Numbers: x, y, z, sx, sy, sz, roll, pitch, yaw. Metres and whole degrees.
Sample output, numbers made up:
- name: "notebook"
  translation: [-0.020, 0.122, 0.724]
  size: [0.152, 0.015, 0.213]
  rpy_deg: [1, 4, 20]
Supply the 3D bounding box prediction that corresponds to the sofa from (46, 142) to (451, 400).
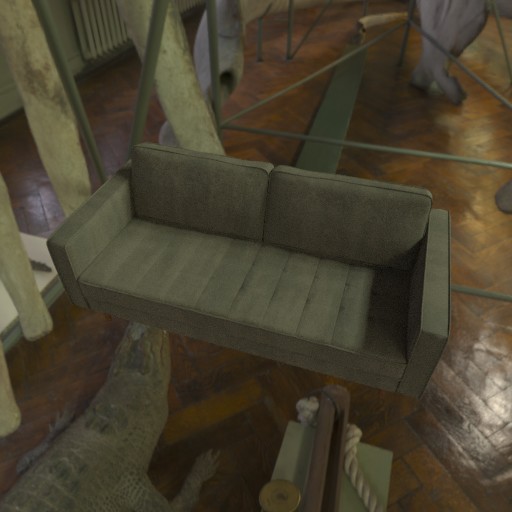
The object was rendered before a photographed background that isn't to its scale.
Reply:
- name: "sofa"
  translation: [0.000, 0.000, 2.401]
  size: [1.920, 0.825, 0.924]
  rpy_deg: [12, 43, 13]
